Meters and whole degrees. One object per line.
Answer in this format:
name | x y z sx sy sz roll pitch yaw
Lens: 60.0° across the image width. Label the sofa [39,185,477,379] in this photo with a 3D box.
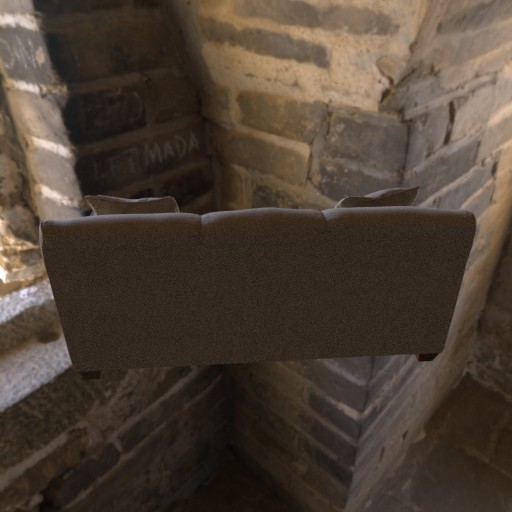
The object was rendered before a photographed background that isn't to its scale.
sofa | 0.000 0.000 2.615 2.024 0.958 0.997 -2 29 -4
